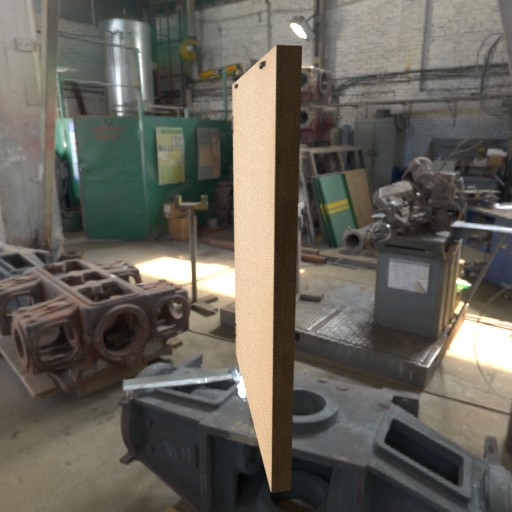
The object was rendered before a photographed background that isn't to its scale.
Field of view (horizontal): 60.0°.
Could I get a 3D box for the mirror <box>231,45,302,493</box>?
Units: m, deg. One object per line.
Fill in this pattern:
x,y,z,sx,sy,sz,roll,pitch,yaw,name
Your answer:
0.000,0.000,0.914,0.040,0.710,0.507,-3,16,-9,mirror
